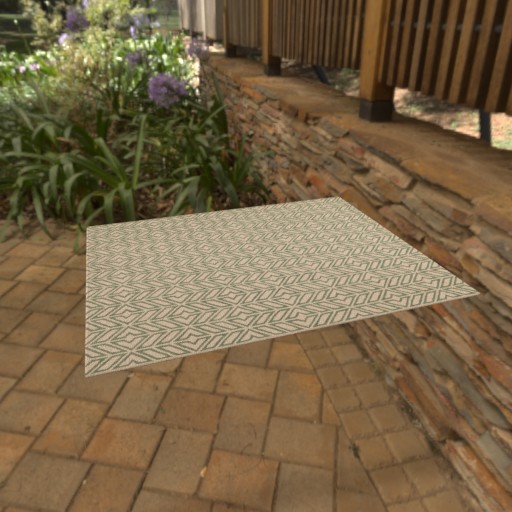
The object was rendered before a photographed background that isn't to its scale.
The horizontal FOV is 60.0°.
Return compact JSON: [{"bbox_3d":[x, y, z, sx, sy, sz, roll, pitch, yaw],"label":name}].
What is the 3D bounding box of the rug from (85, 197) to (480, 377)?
[{"bbox_3d":[0.000,0.000,4.205,3.050,0.017,2.441,-9,29,-16],"label":"rug"}]
